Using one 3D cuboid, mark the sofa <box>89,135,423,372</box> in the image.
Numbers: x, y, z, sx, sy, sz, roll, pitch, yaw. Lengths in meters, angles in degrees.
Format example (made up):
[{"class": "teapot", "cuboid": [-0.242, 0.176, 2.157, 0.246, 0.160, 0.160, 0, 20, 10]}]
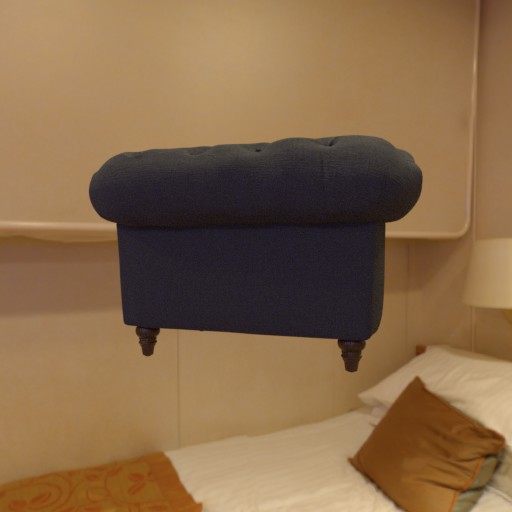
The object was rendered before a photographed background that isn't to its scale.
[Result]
[{"class": "sofa", "cuboid": [0.000, 0.000, 1.983, 1.405, 0.878, 1.032, 0, 2, 16]}]
